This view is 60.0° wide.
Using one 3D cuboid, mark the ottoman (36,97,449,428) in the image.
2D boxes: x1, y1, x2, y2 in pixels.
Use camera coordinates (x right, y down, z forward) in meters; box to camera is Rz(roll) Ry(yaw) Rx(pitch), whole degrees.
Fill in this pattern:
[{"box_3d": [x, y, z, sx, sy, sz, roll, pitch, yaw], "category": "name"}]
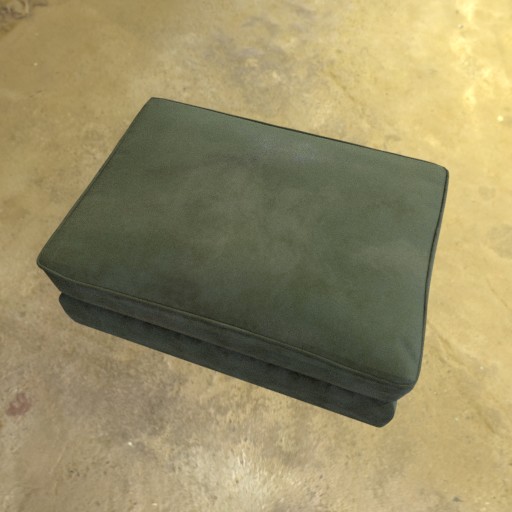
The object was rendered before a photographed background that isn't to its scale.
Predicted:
[{"box_3d": [0.000, 0.000, 1.222, 0.864, 0.495, 0.632, 16, 60, 10], "category": "ottoman"}]
